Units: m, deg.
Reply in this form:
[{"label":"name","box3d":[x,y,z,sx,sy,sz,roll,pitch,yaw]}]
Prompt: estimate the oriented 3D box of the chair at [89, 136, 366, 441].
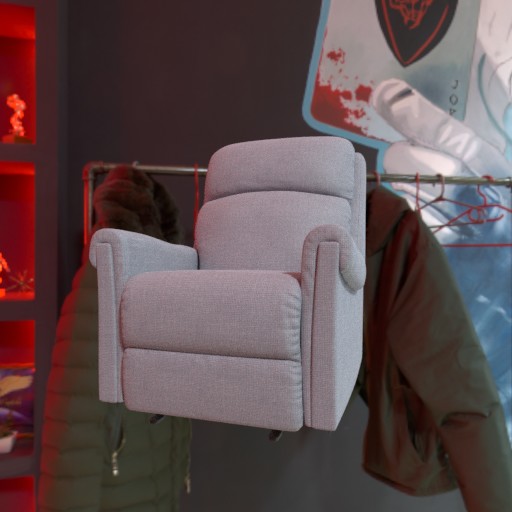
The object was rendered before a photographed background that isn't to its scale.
[{"label":"chair","box3d":[0.000,0.000,1.722,0.838,1.054,1.014,0,1,19]}]
